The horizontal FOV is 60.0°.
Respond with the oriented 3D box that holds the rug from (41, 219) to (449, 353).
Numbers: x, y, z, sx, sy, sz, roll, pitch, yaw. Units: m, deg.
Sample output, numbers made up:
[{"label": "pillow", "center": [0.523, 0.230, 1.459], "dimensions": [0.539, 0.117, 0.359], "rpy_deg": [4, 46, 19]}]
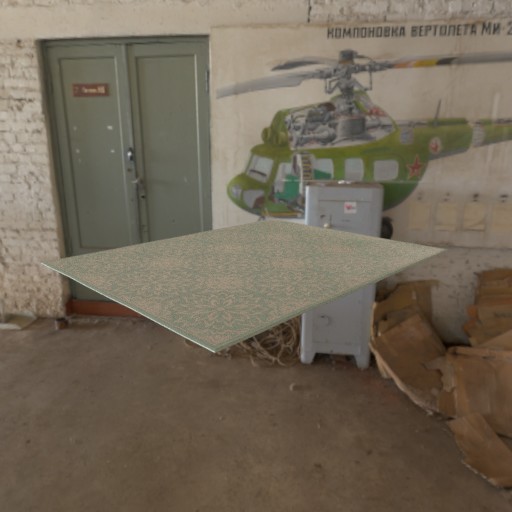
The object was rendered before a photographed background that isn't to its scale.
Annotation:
[{"label": "rug", "center": [0.000, 0.000, 4.104], "dimensions": [2.363, 0.012, 2.980], "rpy_deg": [15, 21, 43]}]
